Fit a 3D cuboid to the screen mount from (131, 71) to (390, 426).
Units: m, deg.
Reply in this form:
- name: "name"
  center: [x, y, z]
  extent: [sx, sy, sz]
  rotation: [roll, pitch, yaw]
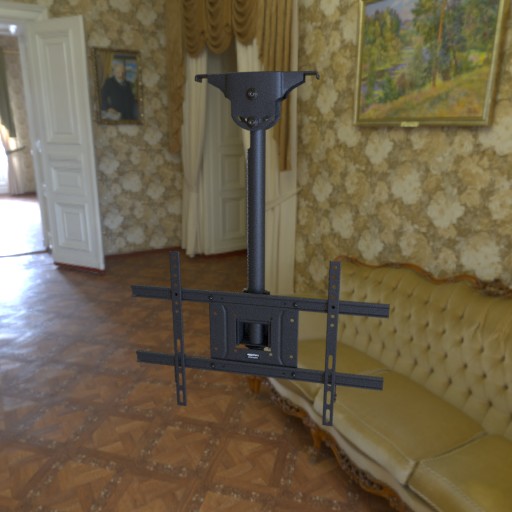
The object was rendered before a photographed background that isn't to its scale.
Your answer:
- name: "screen mount"
  center: [0.000, 0.000, 1.011]
  extent: [0.595, 0.775, 0.090]
  rotation: [3, 16, 12]
